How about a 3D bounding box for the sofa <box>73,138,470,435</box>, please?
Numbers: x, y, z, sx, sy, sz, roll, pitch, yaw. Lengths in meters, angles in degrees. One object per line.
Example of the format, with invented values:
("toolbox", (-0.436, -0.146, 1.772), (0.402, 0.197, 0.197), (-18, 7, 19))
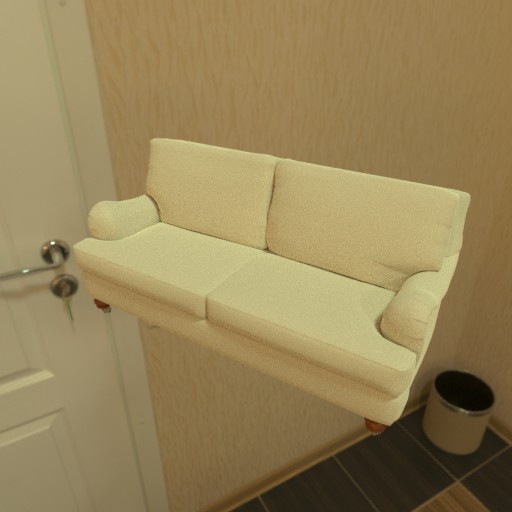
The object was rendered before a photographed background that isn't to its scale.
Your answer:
("sofa", (0.000, 0.000, 2.702), (2.159, 1.087, 1.086), (17, 34, 27))
